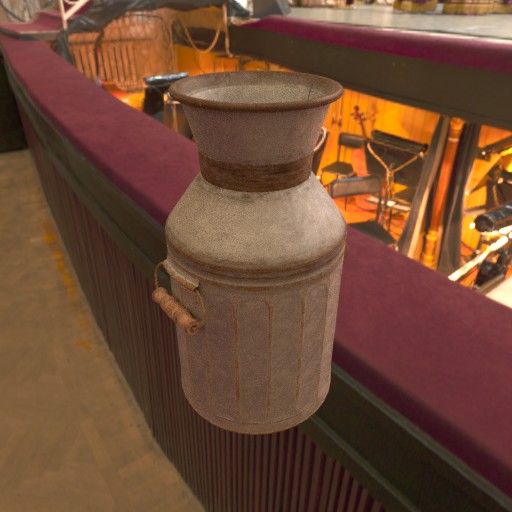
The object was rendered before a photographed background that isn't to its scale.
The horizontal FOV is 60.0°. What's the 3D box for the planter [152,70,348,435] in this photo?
[{"bbox_3d":[0.000,0.000,0.539,0.245,0.396,0.214,-23,38,-32],"label":"planter"}]
